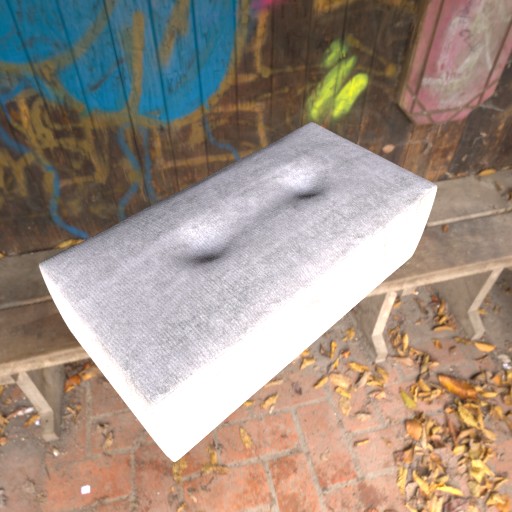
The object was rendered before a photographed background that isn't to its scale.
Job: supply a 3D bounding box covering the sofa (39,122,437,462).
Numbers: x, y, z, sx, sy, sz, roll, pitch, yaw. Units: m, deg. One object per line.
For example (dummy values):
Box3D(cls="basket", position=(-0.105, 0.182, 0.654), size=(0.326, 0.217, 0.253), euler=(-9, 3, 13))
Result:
Box3D(cls="sofa", position=(0.000, 0.000, 1.177), size=(0.930, 0.330, 0.480), euler=(-34, 55, -28))
